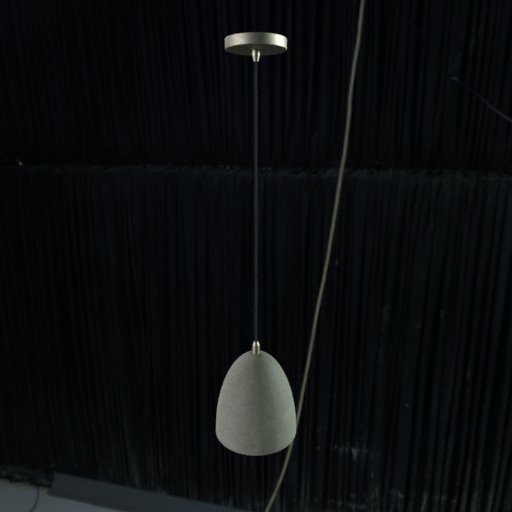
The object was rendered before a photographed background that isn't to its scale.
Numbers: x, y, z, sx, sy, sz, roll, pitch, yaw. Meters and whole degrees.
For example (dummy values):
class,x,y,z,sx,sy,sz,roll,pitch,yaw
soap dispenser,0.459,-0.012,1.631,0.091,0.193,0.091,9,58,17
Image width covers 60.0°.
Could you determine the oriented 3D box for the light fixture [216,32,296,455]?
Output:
class,x,y,z,sx,sy,sz,roll,pitch,yaw
light fixture,0.000,0.000,0.849,0.170,0.759,0.170,3,15,10
